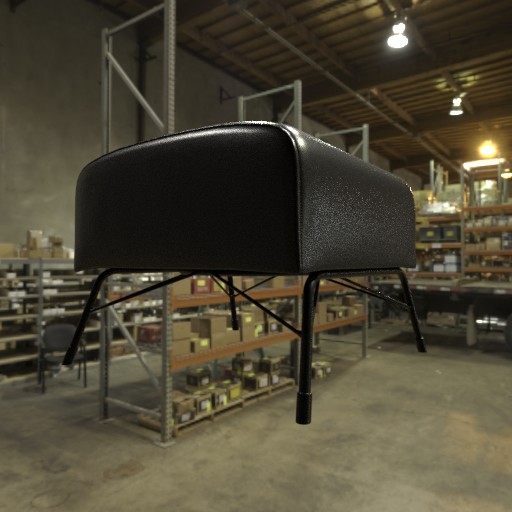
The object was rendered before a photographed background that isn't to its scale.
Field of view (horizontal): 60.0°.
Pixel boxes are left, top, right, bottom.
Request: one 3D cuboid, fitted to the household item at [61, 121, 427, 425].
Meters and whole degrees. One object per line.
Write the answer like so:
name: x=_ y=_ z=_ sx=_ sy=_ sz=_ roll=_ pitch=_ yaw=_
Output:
household item: x=0.000 y=0.000 z=0.896 sx=0.530 sy=0.410 sz=0.530 roll=0 pitch=-1 yaw=36
